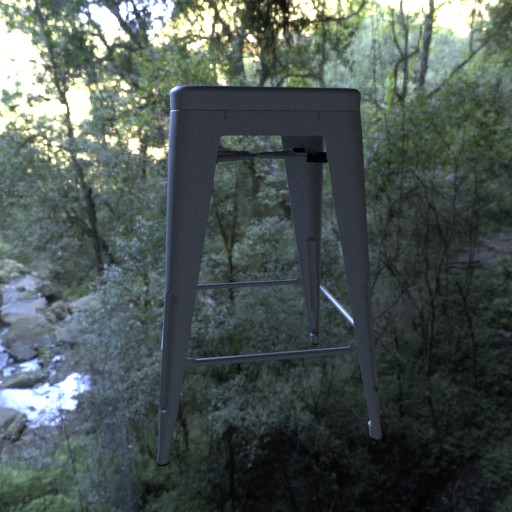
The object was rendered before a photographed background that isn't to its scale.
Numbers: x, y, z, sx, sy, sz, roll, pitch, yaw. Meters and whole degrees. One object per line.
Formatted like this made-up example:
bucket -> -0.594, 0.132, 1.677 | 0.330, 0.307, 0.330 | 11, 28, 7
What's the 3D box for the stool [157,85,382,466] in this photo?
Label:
stool -> 0.000, 0.000, 0.886 | 0.406, 0.610, 0.406 | -3, 16, -9
